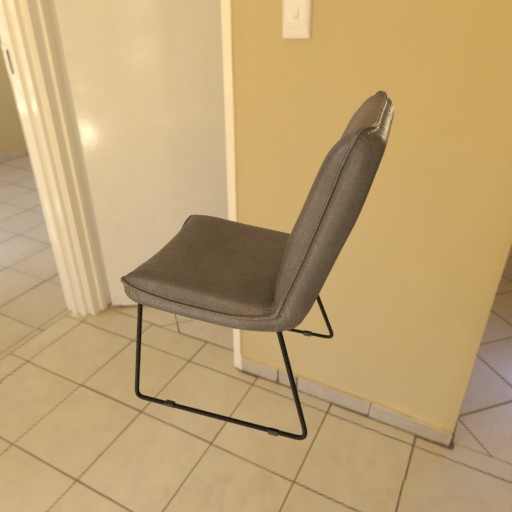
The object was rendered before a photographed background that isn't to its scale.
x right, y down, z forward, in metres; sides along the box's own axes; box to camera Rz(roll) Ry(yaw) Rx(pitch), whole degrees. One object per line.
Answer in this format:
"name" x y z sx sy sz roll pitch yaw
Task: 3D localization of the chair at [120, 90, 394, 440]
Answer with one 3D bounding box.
"chair" 0.000 0.000 1.370 0.688 0.932 0.515 9 30 16
